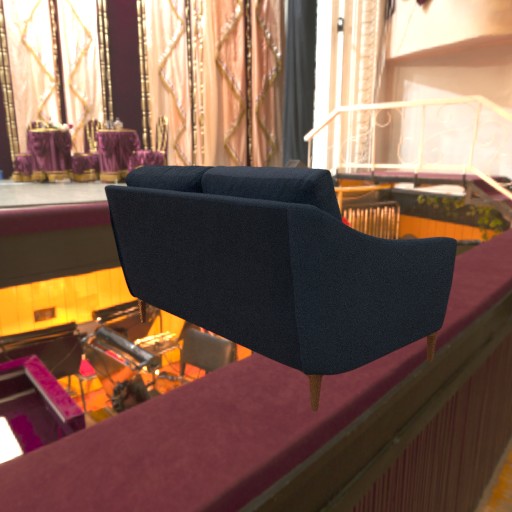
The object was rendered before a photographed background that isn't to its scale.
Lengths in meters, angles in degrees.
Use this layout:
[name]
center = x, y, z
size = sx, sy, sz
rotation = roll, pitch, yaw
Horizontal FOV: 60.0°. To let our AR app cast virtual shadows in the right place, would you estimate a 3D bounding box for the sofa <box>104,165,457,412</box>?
[sofa]
center = 0.000, 0.000, 2.235
size = 0.960, 0.902, 1.619
rotation = -12, 17, -43
